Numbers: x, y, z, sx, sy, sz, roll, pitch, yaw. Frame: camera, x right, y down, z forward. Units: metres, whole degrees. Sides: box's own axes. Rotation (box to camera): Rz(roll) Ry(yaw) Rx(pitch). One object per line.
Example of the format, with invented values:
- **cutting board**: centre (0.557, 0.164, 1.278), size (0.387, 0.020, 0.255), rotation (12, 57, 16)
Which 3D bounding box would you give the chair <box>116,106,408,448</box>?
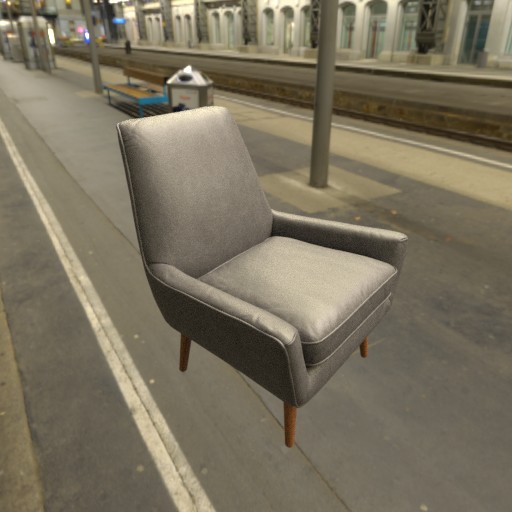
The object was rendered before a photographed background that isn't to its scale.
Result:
- **chair**: centre (0.000, 0.000, 1.523), size (0.822, 0.888, 0.787), rotation (19, 32, 33)
